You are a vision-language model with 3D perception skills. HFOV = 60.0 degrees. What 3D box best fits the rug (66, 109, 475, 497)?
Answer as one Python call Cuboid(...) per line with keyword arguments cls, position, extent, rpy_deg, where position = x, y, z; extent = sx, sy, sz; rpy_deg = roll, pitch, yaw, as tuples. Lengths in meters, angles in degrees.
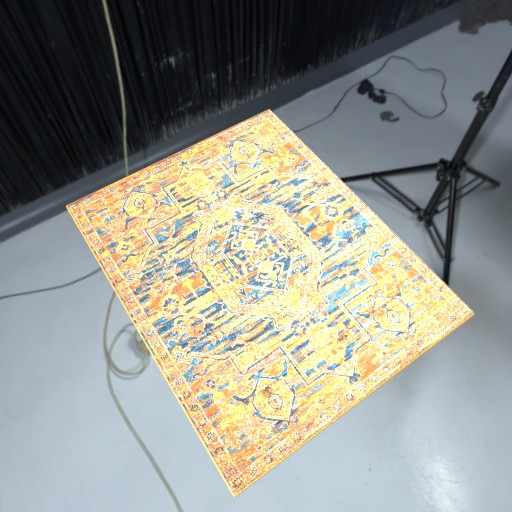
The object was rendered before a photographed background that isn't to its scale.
Cuboid(cls="rug", position=(0.000, 0.000, 4.048), extent=(2.435, 0.031, 3.040), rpy_deg=(-30, 64, -17))
